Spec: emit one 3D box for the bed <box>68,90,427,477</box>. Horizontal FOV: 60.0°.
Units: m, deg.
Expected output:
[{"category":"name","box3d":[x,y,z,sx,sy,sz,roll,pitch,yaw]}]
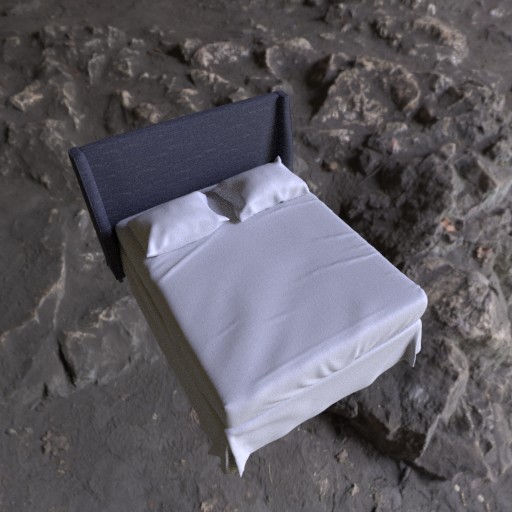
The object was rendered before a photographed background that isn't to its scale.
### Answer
[{"category":"bed","box3d":[0.000,0.000,3.403,1.925,1.332,2.276,-23,50,-21]}]
